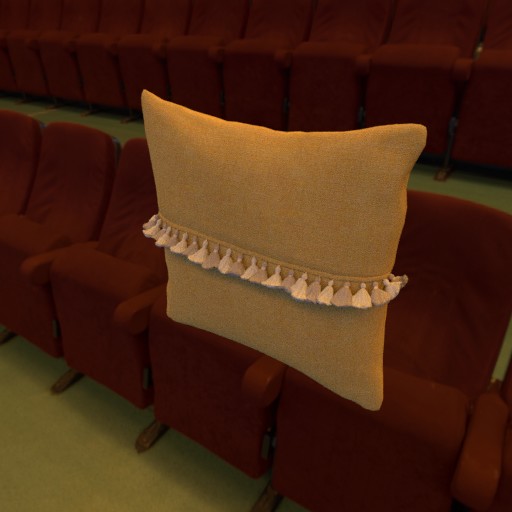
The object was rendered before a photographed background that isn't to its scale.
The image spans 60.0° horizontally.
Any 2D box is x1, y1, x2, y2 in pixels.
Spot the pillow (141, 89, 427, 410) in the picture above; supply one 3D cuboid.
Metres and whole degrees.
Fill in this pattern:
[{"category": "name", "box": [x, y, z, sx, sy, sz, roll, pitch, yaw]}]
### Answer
[{"category": "pillow", "box": [0.000, 0.000, 0.738, 0.485, 0.481, 0.167, 18, 34, 28]}]
